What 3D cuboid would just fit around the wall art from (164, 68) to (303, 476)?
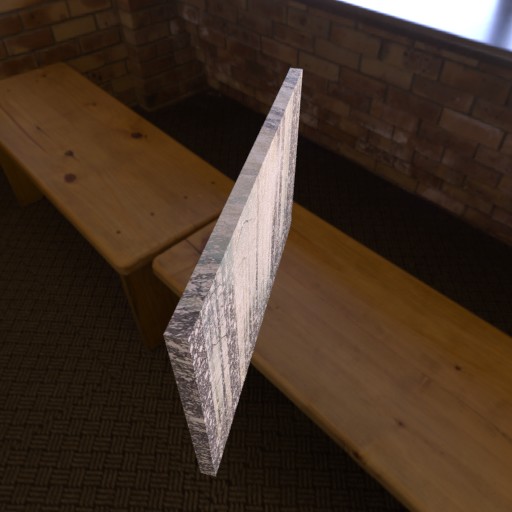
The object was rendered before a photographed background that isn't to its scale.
[{"bbox_3d":[0.000,0.000,1.162,0.038,0.598,0.919,11,47,10],"label":"wall art"}]
